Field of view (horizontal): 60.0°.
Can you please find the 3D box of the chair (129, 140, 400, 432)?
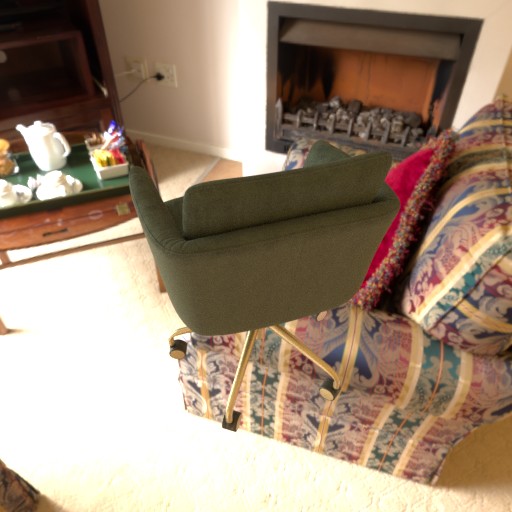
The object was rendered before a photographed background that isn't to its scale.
[{"bbox_3d":[0.000,0.000,1.351,0.641,0.908,0.635,-13,43,-14],"label":"chair"}]
